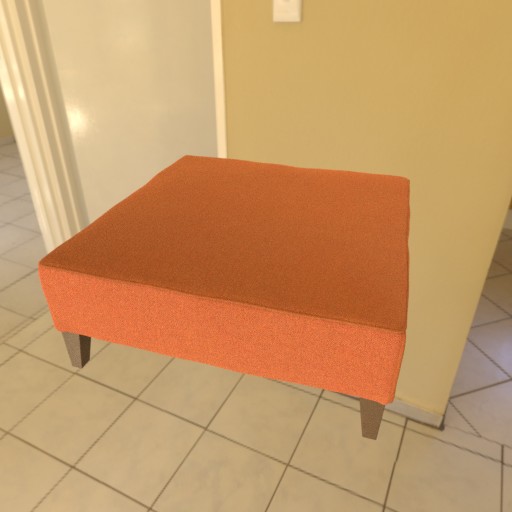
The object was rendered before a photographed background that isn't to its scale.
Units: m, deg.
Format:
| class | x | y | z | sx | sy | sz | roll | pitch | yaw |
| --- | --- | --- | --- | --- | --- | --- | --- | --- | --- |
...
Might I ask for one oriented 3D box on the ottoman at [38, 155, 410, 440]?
| class | x | y | z | sx | sy | sz | roll | pitch | yaw |
| --- | --- | --- | --- | --- | --- | --- | --- | --- | --- |
| ottoman | 0.000 | 0.000 | 1.571 | 0.999 | 0.438 | 0.997 | 9 | 32 | 14 |
